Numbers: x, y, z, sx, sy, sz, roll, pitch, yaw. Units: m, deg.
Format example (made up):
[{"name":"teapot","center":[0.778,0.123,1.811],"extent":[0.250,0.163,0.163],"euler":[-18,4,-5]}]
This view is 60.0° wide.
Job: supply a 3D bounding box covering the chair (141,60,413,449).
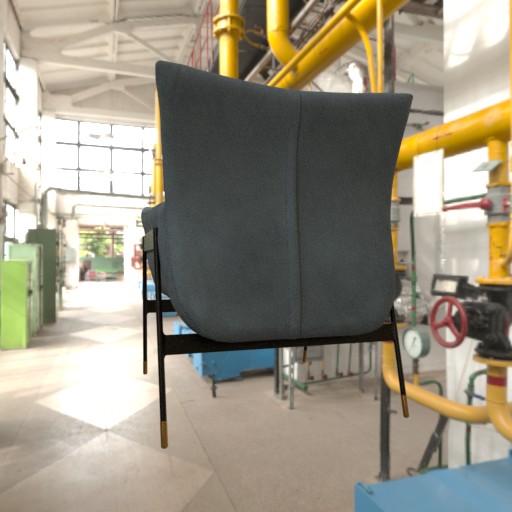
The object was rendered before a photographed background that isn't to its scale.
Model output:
[{"name":"chair","center":[0.000,0.000,1.385],"extent":[0.678,0.858,0.709],"euler":[0,0,-18]}]
